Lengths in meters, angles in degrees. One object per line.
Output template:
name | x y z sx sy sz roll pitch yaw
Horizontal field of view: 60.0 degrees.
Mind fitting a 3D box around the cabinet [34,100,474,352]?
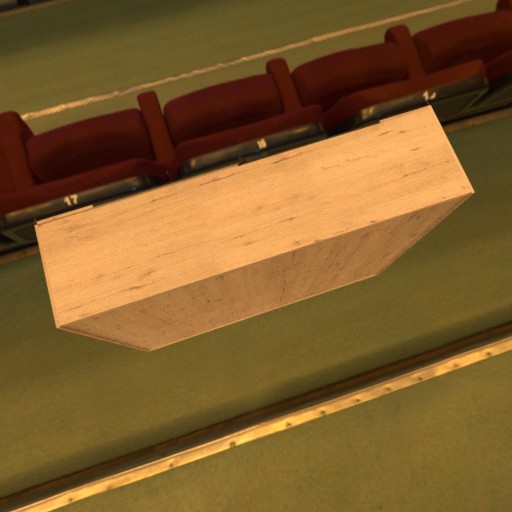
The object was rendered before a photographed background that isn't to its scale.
cabinet | 0.000 0.000 3.639 2.500 2.180 0.660 -18 75 -5
